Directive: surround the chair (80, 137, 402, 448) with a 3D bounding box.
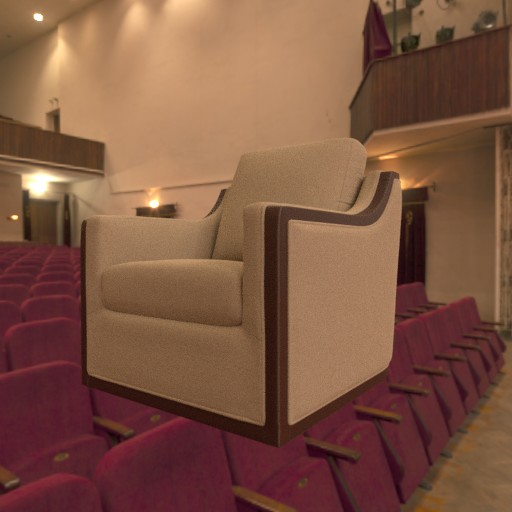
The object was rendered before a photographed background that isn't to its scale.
[{"bbox_3d":[0.000,0.000,1.667,0.870,0.930,0.950,1,1,37],"label":"chair"}]
